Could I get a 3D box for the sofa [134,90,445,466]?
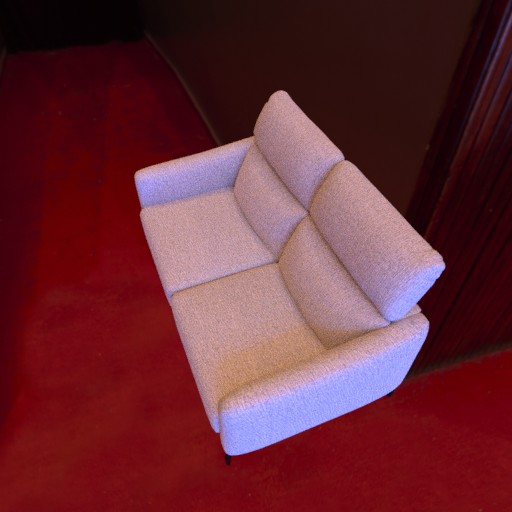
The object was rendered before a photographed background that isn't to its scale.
[{"bbox_3d":[0.000,0.000,2.145,0.905,0.950,1.540,-17,49,-15],"label":"sofa"}]
